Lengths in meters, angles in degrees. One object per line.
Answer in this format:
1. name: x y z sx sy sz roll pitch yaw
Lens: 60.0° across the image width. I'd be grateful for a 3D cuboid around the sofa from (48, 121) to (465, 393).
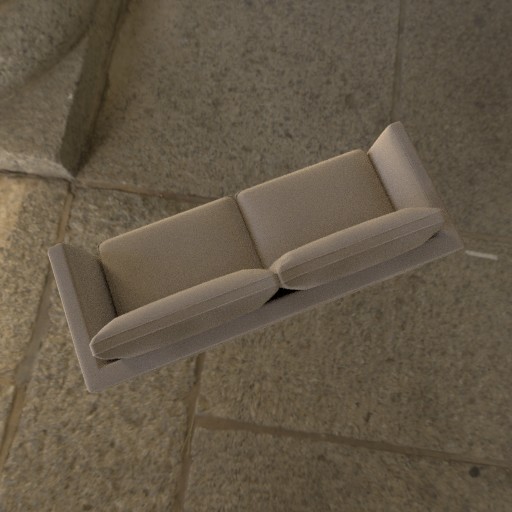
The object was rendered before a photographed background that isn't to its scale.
1. sofa: 0.000 0.000 2.724 2.214 1.005 0.868 -21 77 -5
